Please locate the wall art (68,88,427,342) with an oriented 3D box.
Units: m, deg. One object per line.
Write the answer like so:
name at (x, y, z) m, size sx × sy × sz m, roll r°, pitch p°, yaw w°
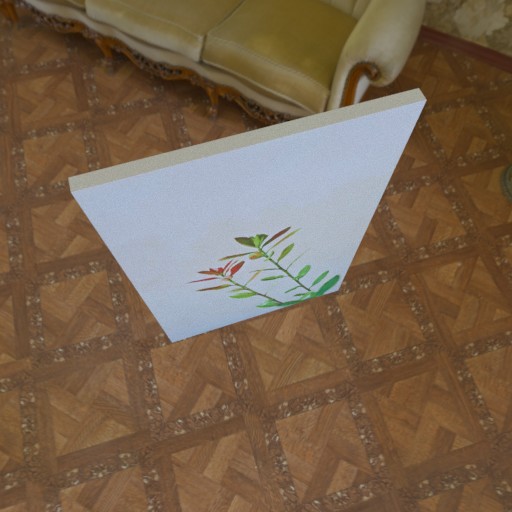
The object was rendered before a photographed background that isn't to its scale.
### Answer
wall art at (0.000, 0.000, 1.429) m, size 0.764 × 1.143 × 0.038 m, roll -16°, pitch 66°, yaw -8°
